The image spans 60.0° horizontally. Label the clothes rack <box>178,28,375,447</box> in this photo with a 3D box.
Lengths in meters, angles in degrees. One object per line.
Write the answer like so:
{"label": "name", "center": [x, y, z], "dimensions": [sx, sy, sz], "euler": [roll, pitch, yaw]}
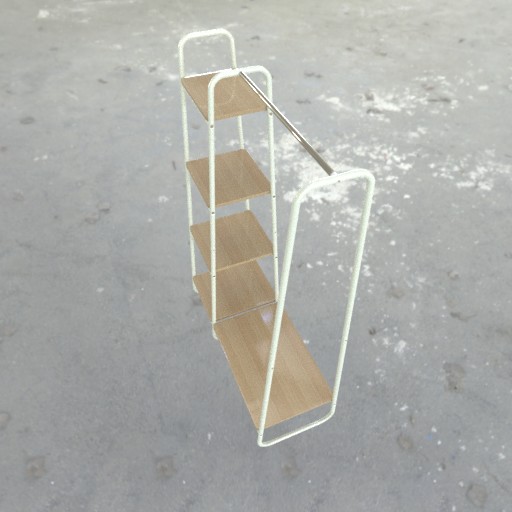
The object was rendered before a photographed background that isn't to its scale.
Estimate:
{"label": "clothes rack", "center": [0.000, 0.000, 1.898], "dimensions": [0.400, 1.500, 1.011], "euler": [-17, 49, -15]}
